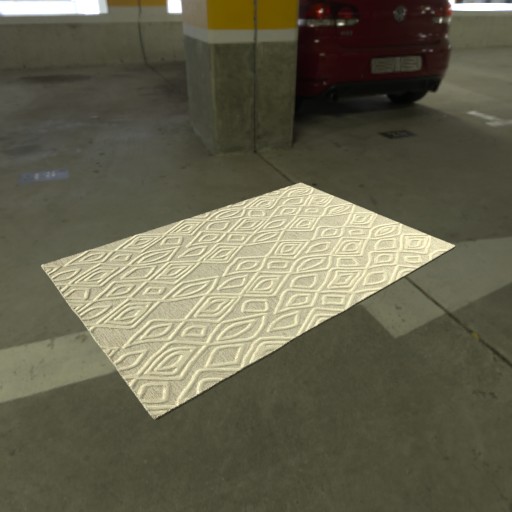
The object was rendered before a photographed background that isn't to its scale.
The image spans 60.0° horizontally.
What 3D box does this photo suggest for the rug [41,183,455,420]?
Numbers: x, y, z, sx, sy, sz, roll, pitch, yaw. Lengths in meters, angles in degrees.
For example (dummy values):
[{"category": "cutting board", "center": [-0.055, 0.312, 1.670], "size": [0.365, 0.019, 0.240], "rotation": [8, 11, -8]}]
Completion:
[{"category": "rug", "center": [0.000, 0.000, 2.338], "size": [1.832, 0.016, 1.224], "rotation": [-22, 37, -33]}]
